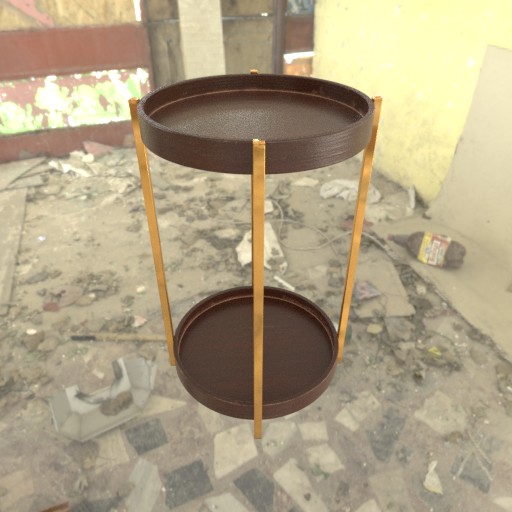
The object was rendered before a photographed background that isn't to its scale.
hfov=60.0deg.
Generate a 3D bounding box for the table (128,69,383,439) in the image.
[{"bbox_3d":[0.000,0.000,0.874,0.400,0.610,0.400,-1,35,-1],"label":"table"}]
